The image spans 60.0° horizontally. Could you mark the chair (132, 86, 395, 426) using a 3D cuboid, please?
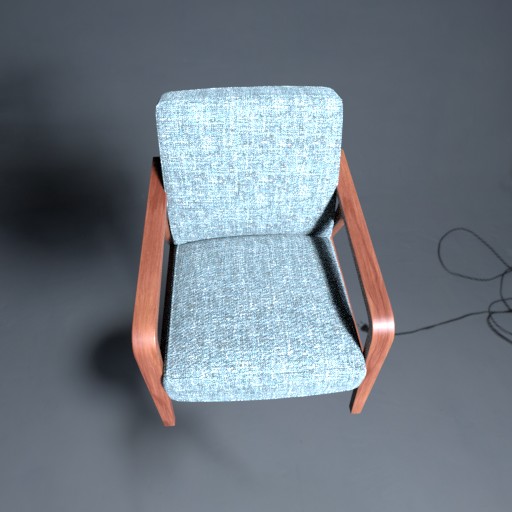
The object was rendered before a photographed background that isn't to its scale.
[{"bbox_3d":[0.000,0.000,1.515,0.719,0.864,0.889,-3,47,-3],"label":"chair"}]
